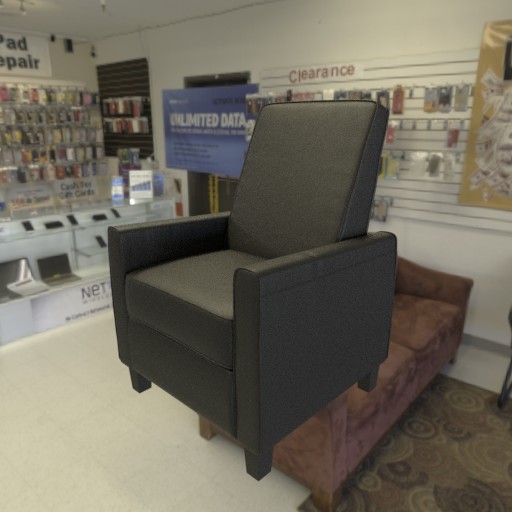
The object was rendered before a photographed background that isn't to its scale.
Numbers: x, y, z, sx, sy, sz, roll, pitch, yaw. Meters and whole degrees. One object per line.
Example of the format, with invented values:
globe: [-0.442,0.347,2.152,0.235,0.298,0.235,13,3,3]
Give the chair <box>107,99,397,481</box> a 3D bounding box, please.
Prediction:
chair: [0.000,0.000,1.500,0.705,1.013,0.746,16,23,41]
